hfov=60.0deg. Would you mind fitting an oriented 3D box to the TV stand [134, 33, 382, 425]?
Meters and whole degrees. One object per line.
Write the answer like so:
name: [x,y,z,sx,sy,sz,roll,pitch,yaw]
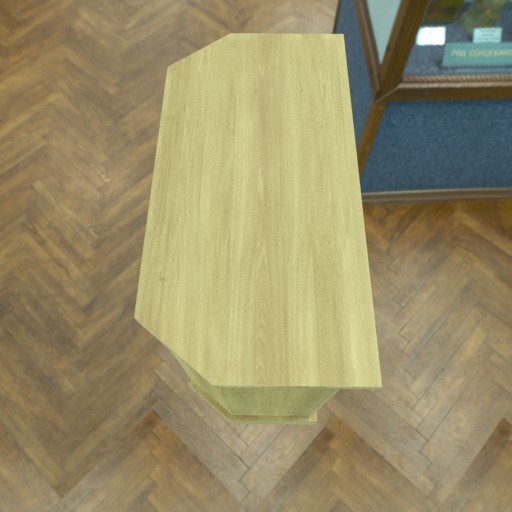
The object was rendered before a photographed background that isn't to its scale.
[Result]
TV stand: [0.000,0.000,1.268,0.425,0.781,0.851,1,64,0]
